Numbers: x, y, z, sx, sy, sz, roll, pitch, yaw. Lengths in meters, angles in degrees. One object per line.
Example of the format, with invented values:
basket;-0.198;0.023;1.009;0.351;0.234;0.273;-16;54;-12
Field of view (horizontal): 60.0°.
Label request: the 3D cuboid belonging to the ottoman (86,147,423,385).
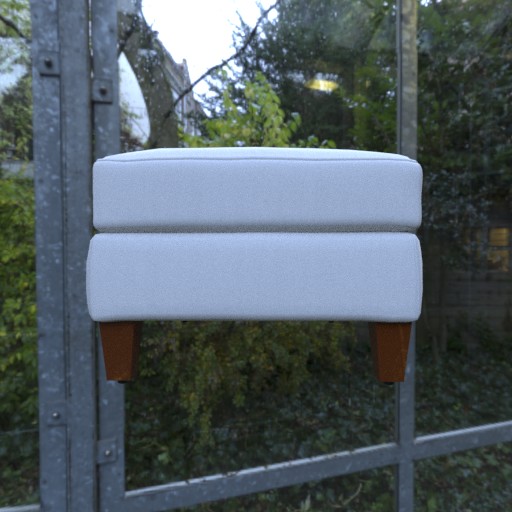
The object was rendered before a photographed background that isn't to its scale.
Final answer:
ottoman;0.000;0.000;1.202;0.634;0.479;0.818;0;1;1
